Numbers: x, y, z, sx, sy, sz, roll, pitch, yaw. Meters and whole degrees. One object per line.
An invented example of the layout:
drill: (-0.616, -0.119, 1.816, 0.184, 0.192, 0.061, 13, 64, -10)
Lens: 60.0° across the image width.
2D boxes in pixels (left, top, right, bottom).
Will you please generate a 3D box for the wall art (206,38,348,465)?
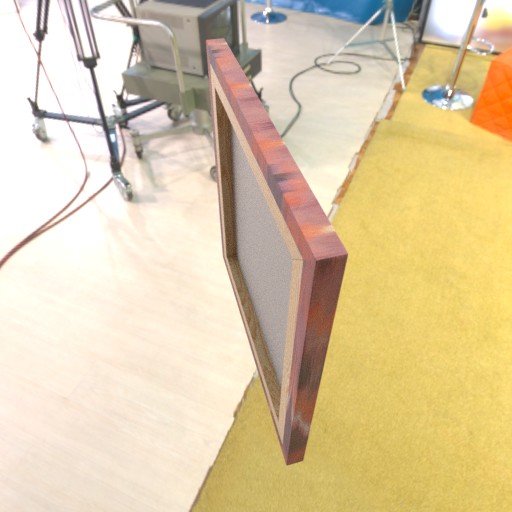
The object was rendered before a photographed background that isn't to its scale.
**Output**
wall art: (0.000, 0.000, 0.878, 0.037, 0.609, 0.603, -11, 47, -10)
